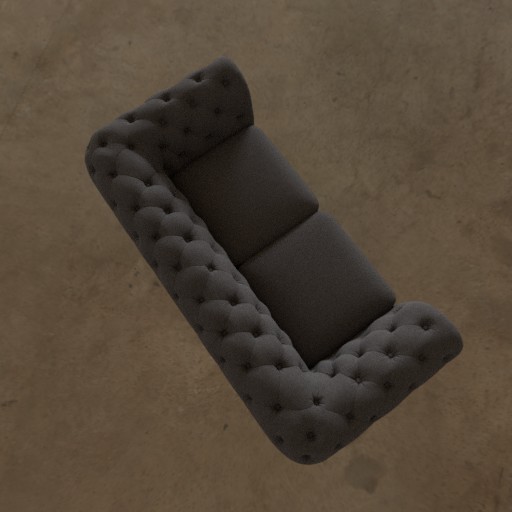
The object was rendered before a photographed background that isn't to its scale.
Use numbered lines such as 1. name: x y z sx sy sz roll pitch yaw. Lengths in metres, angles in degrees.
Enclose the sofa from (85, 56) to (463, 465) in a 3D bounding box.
1. sofa: 0.000 0.000 2.443 0.986 0.764 1.998 -35 78 -9
